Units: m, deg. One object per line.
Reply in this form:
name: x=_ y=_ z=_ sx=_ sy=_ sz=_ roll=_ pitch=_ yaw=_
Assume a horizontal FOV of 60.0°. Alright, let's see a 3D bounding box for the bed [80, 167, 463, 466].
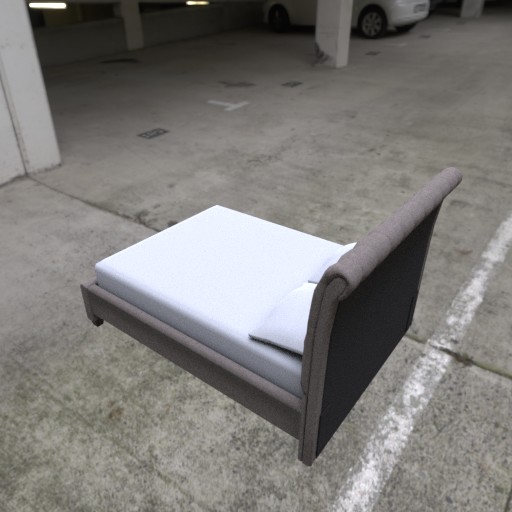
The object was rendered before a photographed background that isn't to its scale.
bed: x=0.000 y=0.000 z=3.316 sx=2.252 sy=1.371 sz=1.645 roll=21 pitch=36 yaw=31
